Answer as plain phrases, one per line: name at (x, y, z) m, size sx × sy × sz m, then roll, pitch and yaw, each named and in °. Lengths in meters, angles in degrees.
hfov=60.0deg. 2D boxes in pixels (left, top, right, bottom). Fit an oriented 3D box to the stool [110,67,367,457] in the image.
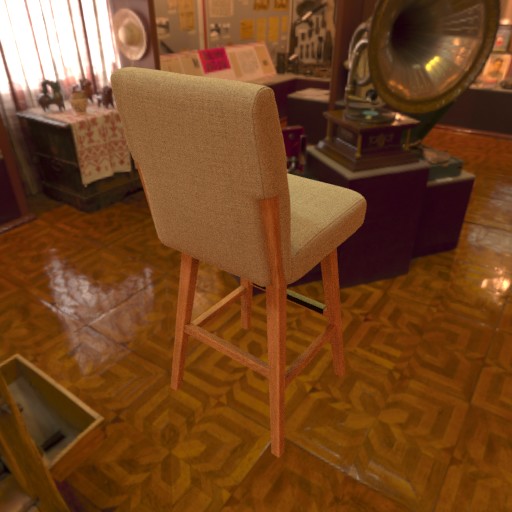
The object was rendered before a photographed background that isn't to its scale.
stool at (0.000, 0.000, 1.361) m, size 0.483 × 1.106 × 0.569 m, roll 21°, pitch 37°, yaw 31°
